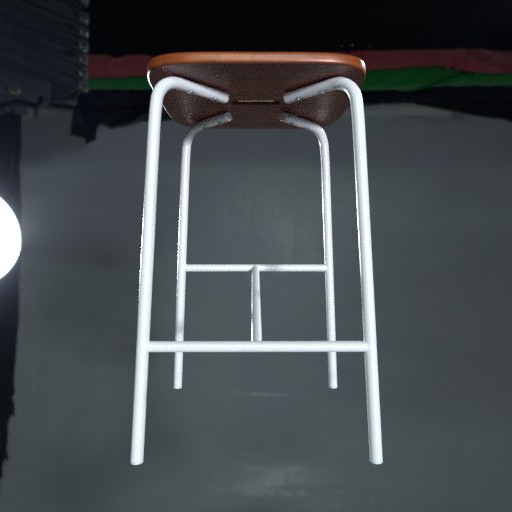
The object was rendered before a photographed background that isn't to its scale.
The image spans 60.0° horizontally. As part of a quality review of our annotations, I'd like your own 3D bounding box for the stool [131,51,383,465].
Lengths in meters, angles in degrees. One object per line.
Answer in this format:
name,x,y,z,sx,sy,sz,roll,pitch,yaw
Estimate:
stool,0.000,0.000,0.837,0.376,0.610,0.376,0,1,0
